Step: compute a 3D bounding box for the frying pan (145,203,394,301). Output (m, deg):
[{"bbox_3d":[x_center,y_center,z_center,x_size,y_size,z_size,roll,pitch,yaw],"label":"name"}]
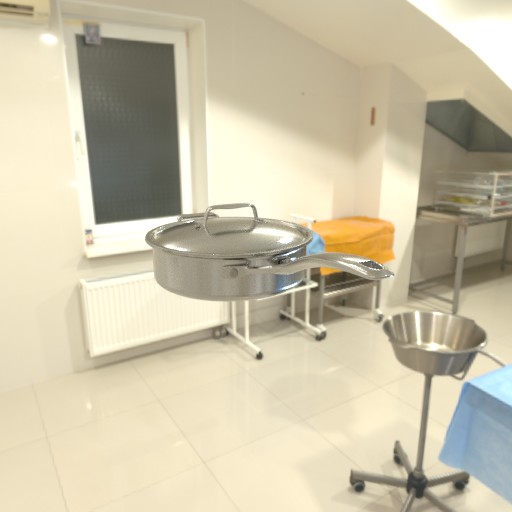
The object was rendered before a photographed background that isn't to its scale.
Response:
[{"bbox_3d":[0.000,0.000,0.583,0.245,0.111,0.492,-8,18,-25],"label":"frying pan"}]
